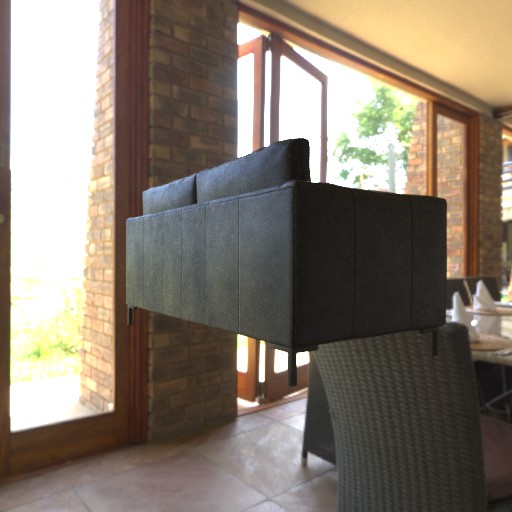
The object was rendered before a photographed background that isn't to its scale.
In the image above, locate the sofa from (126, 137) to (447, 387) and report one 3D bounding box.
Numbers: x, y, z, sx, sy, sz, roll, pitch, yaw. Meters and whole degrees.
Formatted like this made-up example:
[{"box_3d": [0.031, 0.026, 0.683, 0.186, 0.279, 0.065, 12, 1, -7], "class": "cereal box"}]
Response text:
[{"box_3d": [0.000, 0.000, 2.417, 0.947, 0.883, 1.805, 0, 0, -36], "class": "sofa"}]
